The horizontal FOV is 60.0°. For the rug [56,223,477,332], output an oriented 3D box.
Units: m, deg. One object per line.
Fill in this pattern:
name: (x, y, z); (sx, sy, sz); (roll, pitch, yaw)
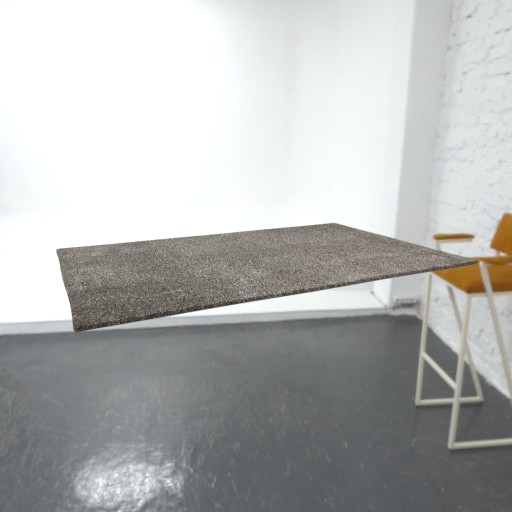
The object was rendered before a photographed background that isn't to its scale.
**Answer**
rug: (0.000, 0.000, 2.915); (2.352, 0.025, 1.501); (-7, 16, -25)
